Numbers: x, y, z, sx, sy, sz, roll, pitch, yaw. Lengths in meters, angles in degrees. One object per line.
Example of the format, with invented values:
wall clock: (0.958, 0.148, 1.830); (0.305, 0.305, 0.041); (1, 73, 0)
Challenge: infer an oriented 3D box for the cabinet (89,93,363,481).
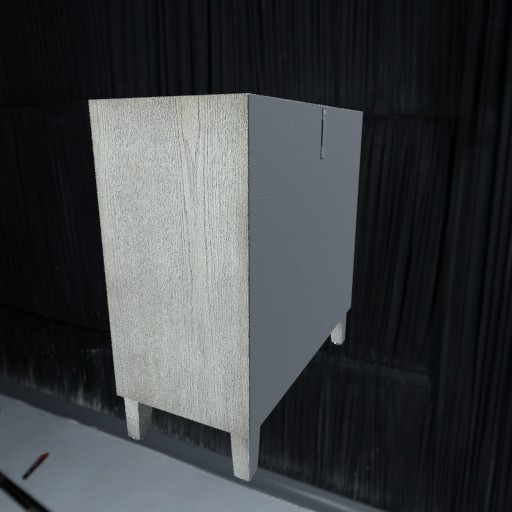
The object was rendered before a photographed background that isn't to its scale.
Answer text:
cabinet: (0.000, 0.000, 1.237); (0.370, 0.787, 0.781); (8, 17, 25)
